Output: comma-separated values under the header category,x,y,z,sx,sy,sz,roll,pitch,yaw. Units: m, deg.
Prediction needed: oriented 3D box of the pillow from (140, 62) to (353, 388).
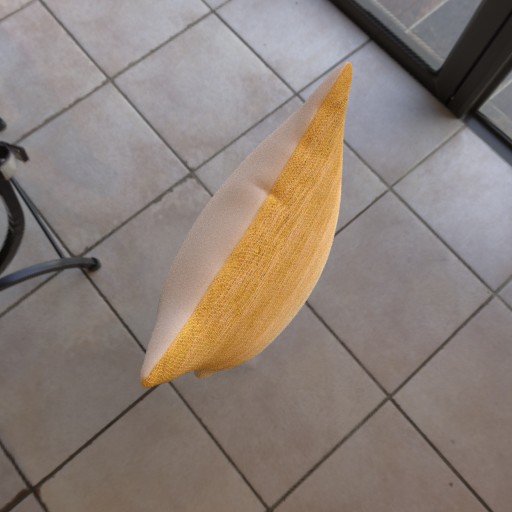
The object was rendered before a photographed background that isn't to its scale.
category,x,y,z,sx,sy,sz,roll,pitch,yaw
pillow,0.000,0.000,0.711,0.211,0.450,0.450,30,78,7
